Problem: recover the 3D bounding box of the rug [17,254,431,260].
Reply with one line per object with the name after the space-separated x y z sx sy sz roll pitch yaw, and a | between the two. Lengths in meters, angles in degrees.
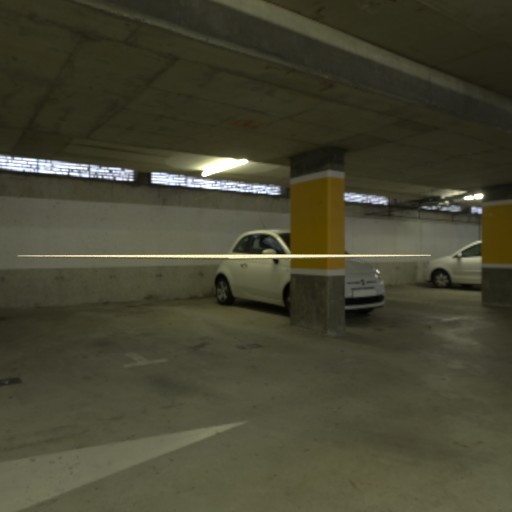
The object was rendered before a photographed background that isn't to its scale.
0.000 0.000 2.281 1.220 0.007 1.828 0 0 38 | rug
